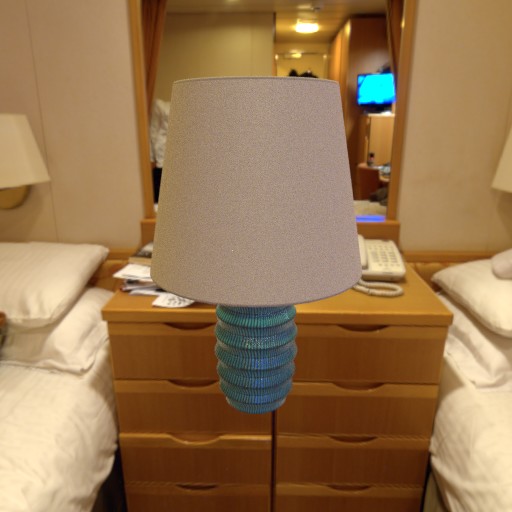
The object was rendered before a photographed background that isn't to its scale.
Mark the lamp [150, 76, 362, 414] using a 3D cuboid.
[{"bbox_3d":[0.000,0.000,0.541,0.254,0.392,0.254,0,17,0],"label":"lamp"}]
